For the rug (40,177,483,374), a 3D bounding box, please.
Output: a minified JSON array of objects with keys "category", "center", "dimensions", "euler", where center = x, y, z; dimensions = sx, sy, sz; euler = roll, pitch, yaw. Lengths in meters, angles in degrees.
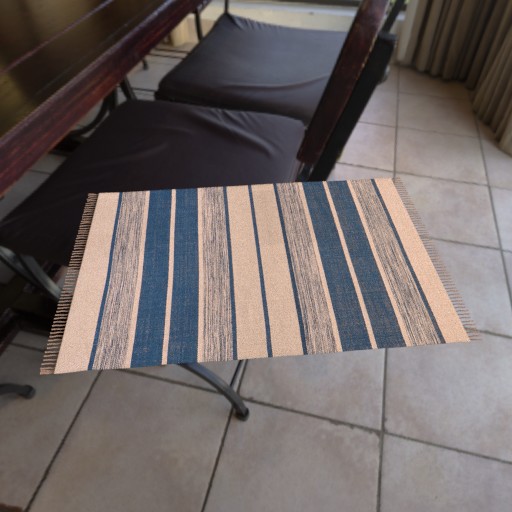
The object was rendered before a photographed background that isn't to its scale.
[{"category":"rug","center":[0.000,0.000,2.942],"dimensions":[2.441,0.010,1.532],"euler":[-4,47,-3]}]
